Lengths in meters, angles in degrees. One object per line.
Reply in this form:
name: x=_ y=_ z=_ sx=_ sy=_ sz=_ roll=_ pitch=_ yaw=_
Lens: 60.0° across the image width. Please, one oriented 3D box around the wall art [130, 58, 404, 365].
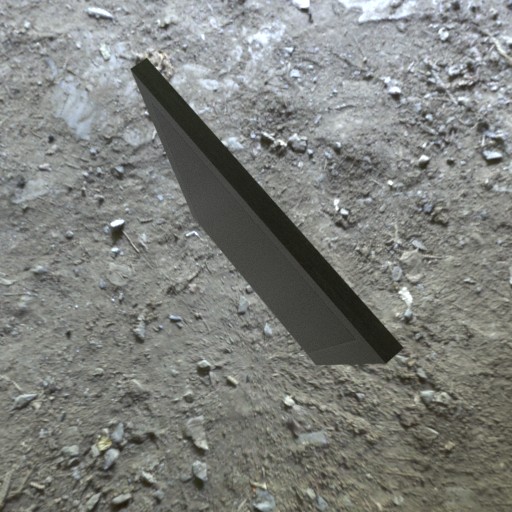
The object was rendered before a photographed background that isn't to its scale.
wall art: x=0.000 y=0.000 z=0.810 sx=0.027 sy=0.580 sz=0.479 roll=-39 pitch=79 yaw=-9
